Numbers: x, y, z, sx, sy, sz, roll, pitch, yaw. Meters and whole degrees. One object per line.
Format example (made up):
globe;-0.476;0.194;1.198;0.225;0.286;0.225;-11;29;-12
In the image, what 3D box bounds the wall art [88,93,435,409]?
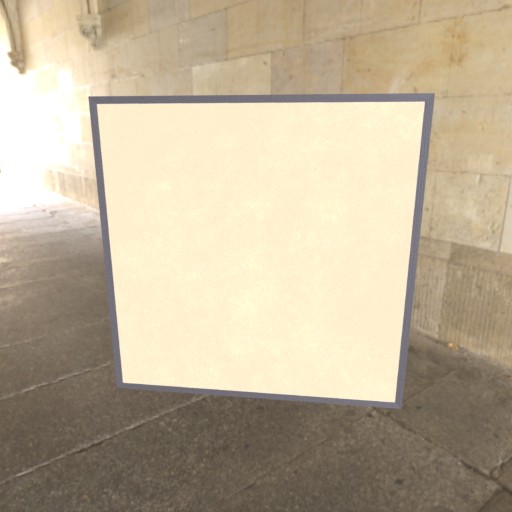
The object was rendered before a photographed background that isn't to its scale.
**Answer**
wall art;0.000;0.000;0.442;0.302;0.300;0.036;2;16;7
